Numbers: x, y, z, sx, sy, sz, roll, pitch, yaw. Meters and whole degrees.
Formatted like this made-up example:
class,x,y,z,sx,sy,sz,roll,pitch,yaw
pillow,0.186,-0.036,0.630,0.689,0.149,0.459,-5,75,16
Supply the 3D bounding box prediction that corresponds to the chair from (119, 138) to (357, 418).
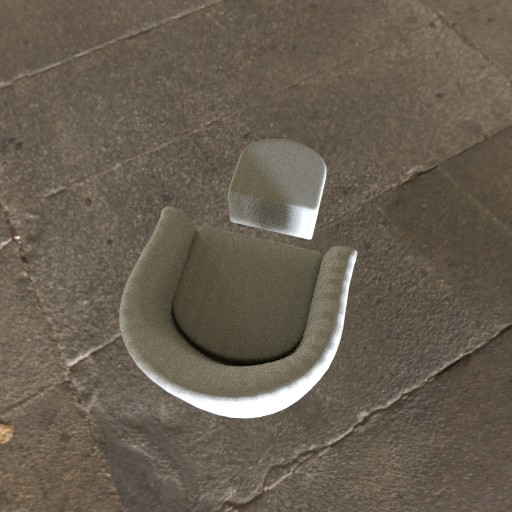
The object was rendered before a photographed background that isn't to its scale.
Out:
class,x,y,z,sx,sy,sz,roll,pitch,yaw
chair,0.000,0.000,1.825,0.756,0.757,1.288,13,65,6
